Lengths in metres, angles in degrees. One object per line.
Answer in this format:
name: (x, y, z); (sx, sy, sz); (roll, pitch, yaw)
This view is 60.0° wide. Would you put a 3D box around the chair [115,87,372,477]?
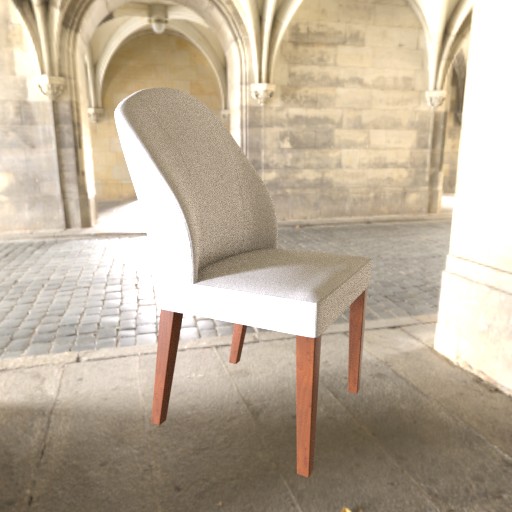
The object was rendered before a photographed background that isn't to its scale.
chair: (0.000, 0.000, 1.200); (0.540, 0.893, 0.472); (6, 14, 27)
